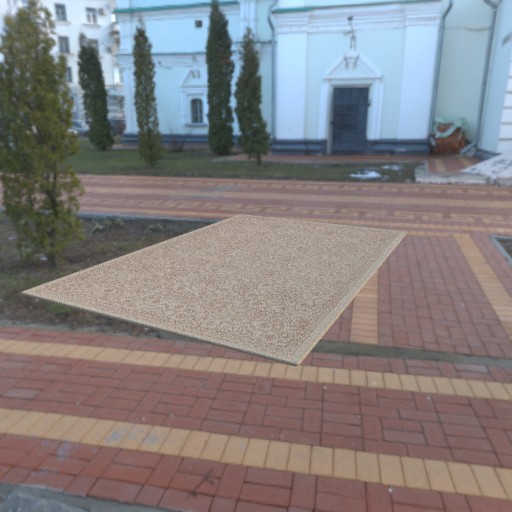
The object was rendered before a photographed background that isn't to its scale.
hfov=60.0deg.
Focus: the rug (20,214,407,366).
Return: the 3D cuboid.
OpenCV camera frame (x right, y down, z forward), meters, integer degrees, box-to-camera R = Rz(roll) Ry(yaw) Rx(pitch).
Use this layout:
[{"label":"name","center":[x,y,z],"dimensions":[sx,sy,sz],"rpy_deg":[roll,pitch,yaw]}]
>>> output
[{"label":"rug","center":[0.000,0.000,2.307],"dimensions":[1.219,0.010,1.829],"rpy_deg":[9,19,26]}]
